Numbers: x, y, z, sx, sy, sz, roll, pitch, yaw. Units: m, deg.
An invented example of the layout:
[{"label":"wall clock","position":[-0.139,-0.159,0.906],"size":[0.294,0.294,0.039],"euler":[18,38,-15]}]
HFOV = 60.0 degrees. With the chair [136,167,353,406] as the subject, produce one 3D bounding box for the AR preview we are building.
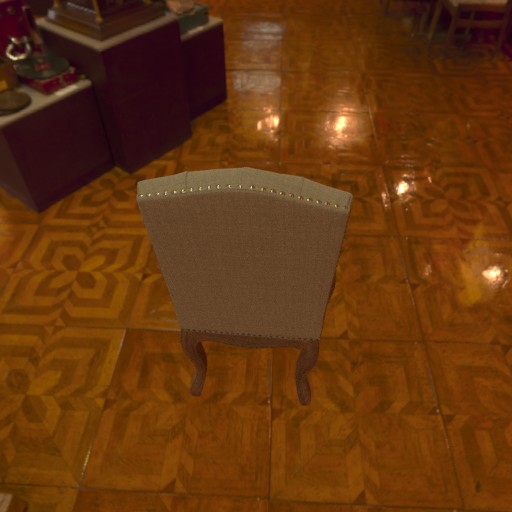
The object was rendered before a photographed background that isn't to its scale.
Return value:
[{"label":"chair","position":[0.000,0.000,1.590],"size":[0.637,1.191,0.731],"euler":[4,47,4]}]
